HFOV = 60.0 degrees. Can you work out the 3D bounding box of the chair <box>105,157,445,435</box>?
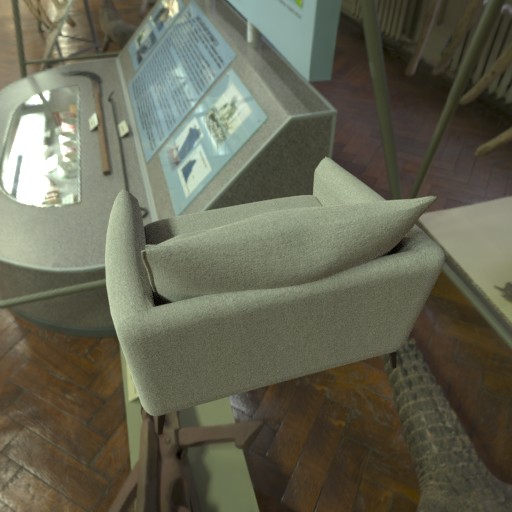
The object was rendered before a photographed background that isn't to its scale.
[{"bbox_3d":[0.000,0.000,1.607,1.029,0.856,0.801,-12,43,-13],"label":"chair"}]
